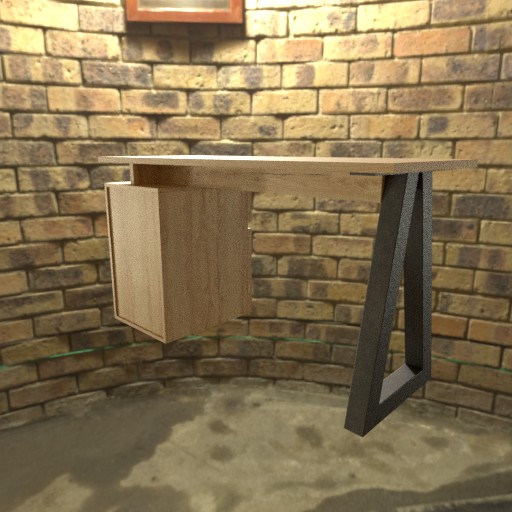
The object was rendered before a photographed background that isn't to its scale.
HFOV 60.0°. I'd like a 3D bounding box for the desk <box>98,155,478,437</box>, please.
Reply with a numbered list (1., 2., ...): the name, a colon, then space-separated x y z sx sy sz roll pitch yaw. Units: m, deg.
1. desk: 0.000 0.000 1.756 1.400 0.760 0.550 13 18 42
